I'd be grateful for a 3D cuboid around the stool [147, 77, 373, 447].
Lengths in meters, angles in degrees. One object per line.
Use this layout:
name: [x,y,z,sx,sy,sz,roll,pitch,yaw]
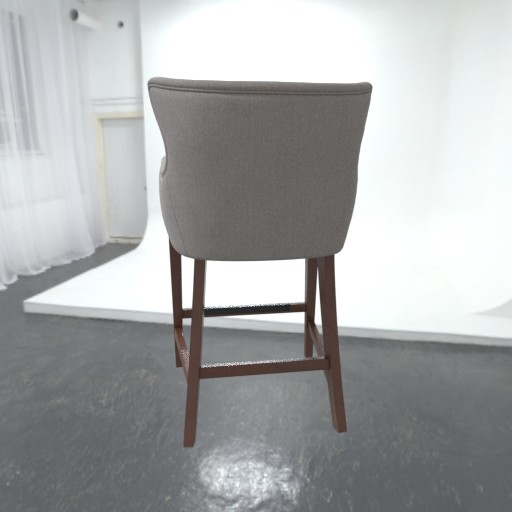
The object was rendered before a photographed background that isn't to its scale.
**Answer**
stool: [0.000,0.000,1.330,0.575,0.951,0.575,-2,13,-8]
